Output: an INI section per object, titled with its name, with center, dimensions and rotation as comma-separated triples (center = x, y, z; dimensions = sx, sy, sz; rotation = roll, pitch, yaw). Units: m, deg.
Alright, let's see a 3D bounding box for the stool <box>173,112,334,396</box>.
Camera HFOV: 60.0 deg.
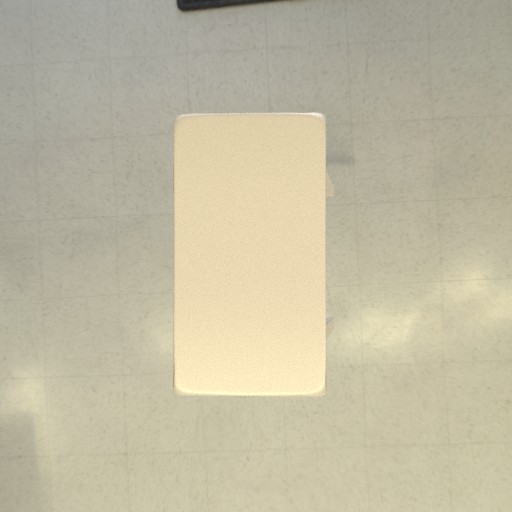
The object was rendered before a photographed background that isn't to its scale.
[stool]
center = 0.000, 0.000, 1.059
dimensions = 0.476, 0.737, 0.457
rotation = 0, 90, 2
